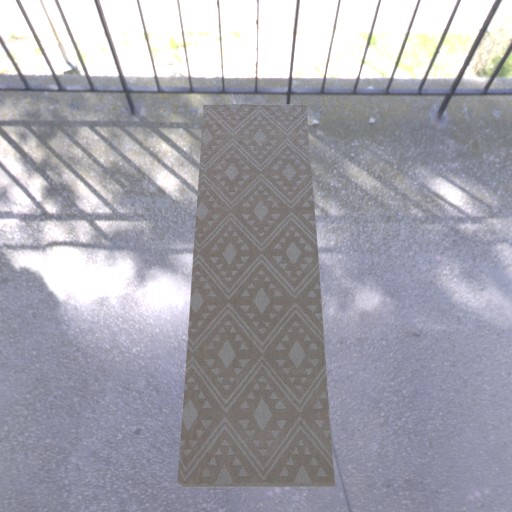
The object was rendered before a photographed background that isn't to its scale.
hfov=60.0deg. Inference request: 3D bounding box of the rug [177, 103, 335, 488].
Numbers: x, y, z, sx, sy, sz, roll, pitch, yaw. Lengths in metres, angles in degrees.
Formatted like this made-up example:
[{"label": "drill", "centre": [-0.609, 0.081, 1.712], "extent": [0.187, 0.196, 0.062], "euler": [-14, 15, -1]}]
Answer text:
[{"label": "rug", "centre": [0.000, 0.000, 2.650], "extent": [0.752, 0.051, 2.452], "euler": [0, 63, 0]}]
